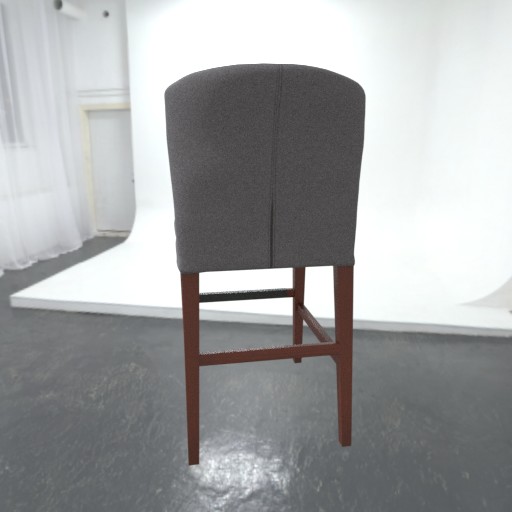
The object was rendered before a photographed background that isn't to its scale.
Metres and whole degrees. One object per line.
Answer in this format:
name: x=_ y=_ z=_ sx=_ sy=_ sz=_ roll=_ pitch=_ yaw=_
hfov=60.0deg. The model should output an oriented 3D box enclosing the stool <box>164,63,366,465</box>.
stool: x=0.000 y=0.000 z=1.304 sx=0.481 sy=0.968 sz=0.568 roll=-2 pitch=14 yaw=-10
